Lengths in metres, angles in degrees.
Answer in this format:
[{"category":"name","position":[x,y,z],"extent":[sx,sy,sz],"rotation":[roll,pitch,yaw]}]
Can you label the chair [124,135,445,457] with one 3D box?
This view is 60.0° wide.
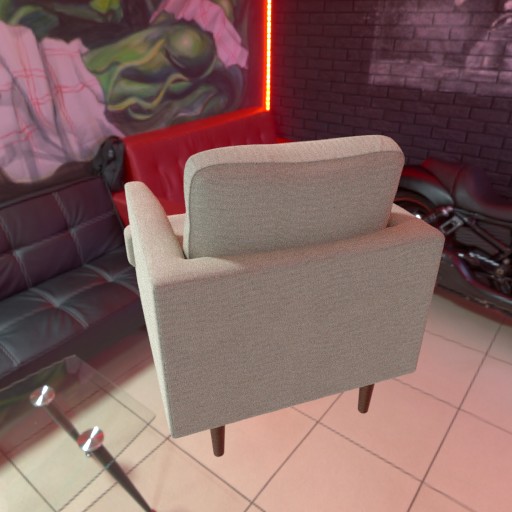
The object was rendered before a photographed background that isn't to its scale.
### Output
[{"category":"chair","position":[0.000,0.000,1.583],"extent":[0.858,0.957,0.899],"rotation":[-9,30,-17]}]
